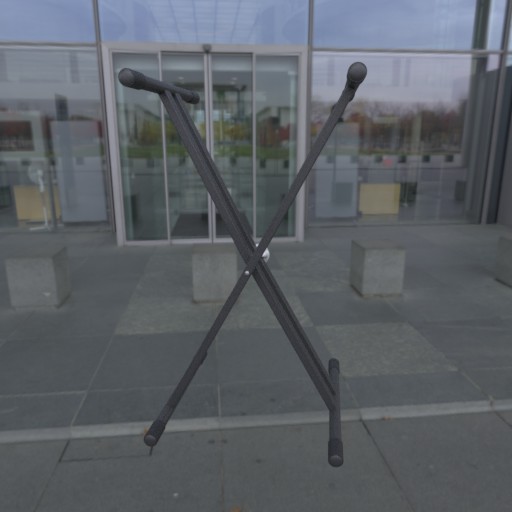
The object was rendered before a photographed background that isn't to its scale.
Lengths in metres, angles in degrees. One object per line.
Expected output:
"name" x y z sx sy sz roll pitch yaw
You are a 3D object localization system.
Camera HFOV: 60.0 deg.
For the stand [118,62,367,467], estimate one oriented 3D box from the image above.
"stand" 0.000 0.000 1.214 0.503 0.900 0.495 2 15 9
